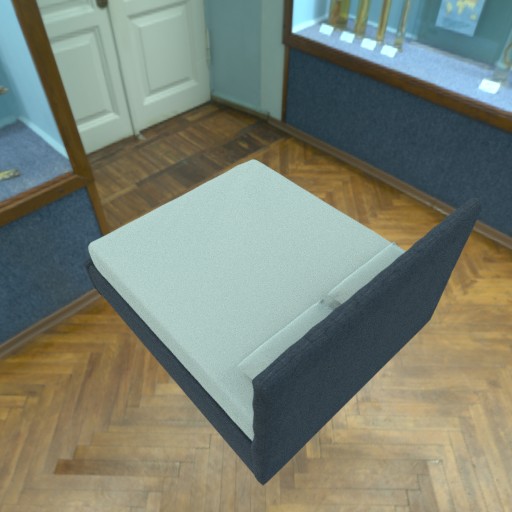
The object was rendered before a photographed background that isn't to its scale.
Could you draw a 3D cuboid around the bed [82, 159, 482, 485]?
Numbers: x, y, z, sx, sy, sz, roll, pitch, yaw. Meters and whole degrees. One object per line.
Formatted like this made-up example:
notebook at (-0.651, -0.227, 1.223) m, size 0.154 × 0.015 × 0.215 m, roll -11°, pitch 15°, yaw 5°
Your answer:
bed at (0.000, 0.000, 3.630) m, size 2.078 × 1.427 × 2.387 m, roll -33°, pitch 55°, yaw -28°
